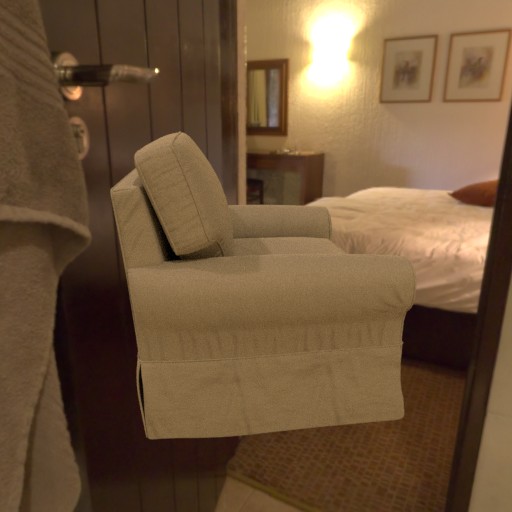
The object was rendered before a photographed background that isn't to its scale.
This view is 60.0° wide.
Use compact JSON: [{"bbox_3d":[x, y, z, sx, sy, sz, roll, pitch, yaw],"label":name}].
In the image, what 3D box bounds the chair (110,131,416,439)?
[{"bbox_3d":[0.000,0.000,1.885,0.988,1.017,1.135,-2,17,-8],"label":"chair"}]
